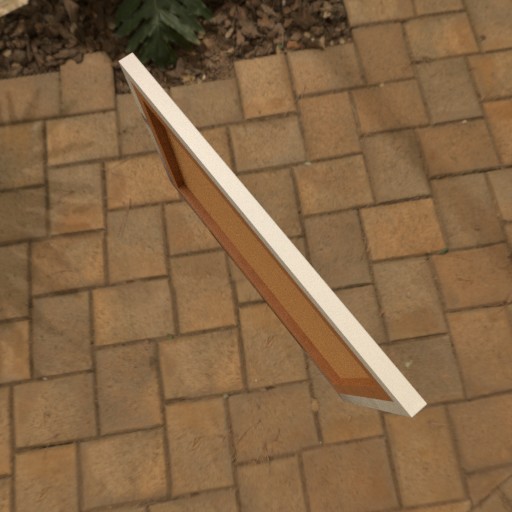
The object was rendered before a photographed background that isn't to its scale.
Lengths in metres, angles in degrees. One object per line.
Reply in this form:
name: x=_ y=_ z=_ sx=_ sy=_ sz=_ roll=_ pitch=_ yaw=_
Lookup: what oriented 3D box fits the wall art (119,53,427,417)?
wall art: x=0.000 y=0.000 z=1.150 sx=0.037 sy=0.609 sz=0.916 roll=-37 pitch=78 yaw=-10
